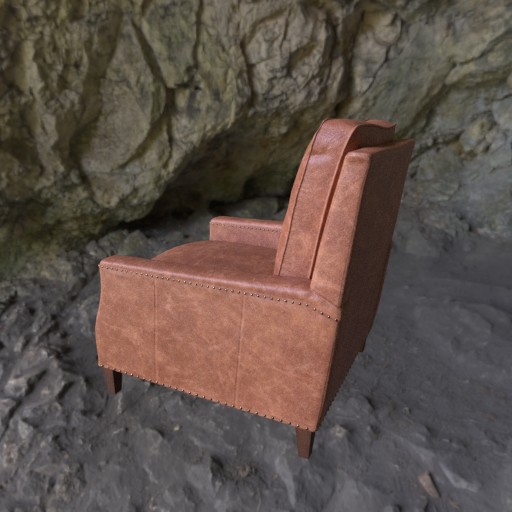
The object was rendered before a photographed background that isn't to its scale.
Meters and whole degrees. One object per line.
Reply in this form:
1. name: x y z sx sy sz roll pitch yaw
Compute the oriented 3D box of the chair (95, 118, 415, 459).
1. chair: 0.000 0.000 1.779 1.035 1.054 0.854 8 19 25
